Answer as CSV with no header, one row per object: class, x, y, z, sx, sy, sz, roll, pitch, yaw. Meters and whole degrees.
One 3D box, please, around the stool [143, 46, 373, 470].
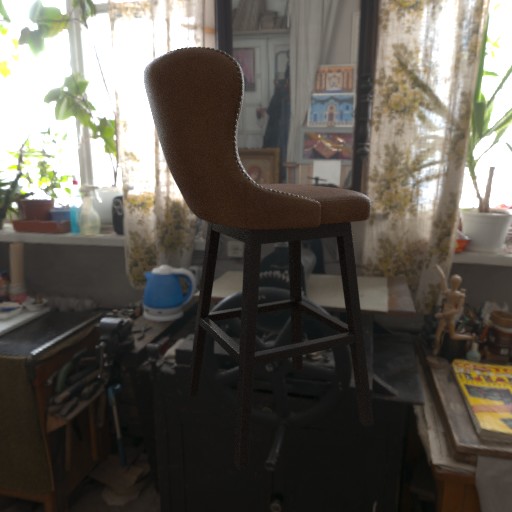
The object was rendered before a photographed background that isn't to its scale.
stool,0.000,0.000,1.330,0.601,1.050,0.528,-6,14,-26
